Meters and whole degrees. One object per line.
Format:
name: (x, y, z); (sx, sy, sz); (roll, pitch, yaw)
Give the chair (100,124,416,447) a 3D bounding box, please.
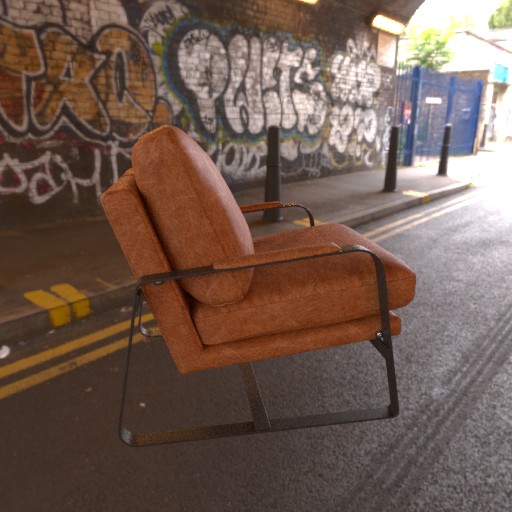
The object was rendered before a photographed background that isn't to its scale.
chair: (0.000, 0.000, 1.364); (0.801, 0.777, 0.651); (-3, 17, -9)
